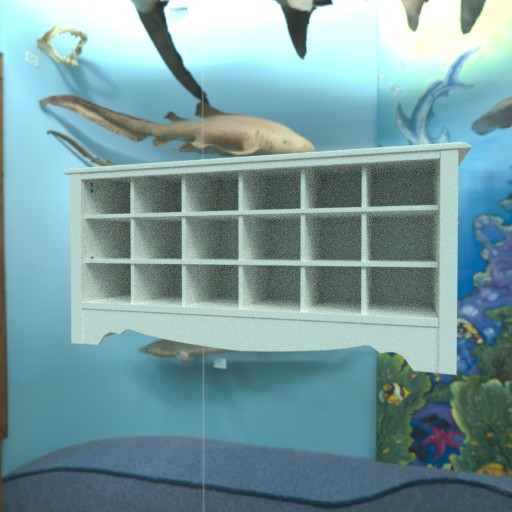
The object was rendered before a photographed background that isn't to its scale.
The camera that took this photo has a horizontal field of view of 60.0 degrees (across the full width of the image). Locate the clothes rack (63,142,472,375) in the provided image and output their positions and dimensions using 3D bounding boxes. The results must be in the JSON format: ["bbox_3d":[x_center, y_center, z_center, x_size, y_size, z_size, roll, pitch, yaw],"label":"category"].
[{"bbox_3d":[0.000,0.000,1.323,1.120,0.531,0.324,0,1,18],"label":"clothes rack"}]
